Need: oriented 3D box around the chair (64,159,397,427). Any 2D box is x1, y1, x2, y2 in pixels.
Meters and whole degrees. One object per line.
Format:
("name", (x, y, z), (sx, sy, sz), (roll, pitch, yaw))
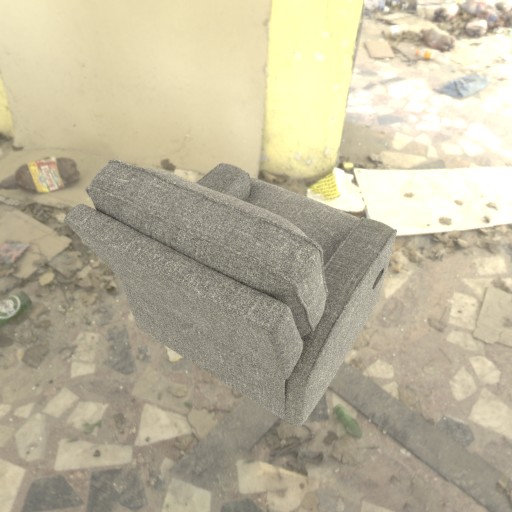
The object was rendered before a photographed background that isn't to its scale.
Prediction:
("chair", (0.000, 0.000, 1.700), (0.861, 0.962, 0.964), (25, 50, 23))
